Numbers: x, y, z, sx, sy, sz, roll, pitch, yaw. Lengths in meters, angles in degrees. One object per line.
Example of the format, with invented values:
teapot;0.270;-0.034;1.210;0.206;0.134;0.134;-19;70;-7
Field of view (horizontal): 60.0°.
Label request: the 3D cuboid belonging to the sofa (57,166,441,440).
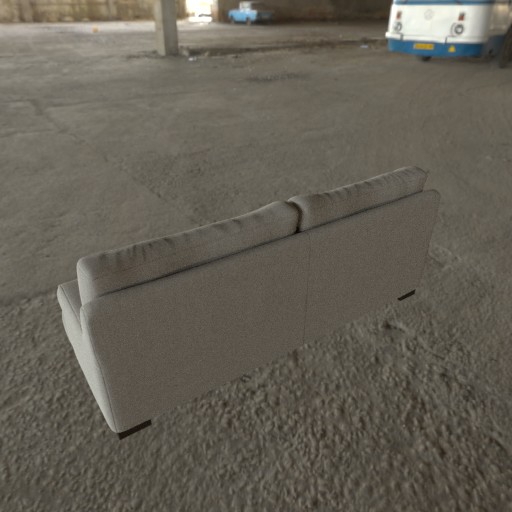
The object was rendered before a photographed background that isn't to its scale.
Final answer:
sofa;0.000;0.000;2.861;2.354;0.980;0.962;-19;35;-29
